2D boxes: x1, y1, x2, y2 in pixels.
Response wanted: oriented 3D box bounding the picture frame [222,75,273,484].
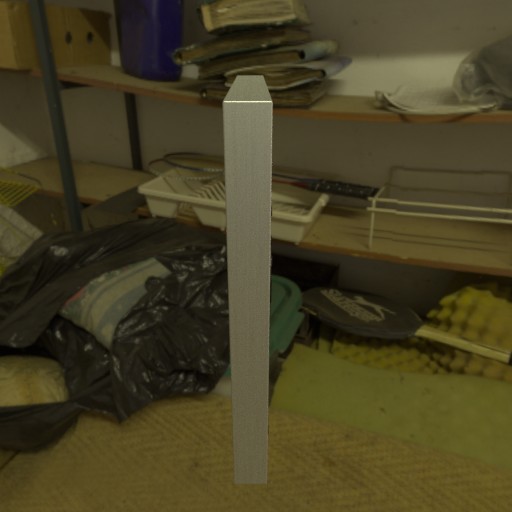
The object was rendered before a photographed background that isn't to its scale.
[{"bbox_3d":[0.000,0.000,0.390,0.036,0.282,0.233,0,25,0],"label":"picture frame"}]
